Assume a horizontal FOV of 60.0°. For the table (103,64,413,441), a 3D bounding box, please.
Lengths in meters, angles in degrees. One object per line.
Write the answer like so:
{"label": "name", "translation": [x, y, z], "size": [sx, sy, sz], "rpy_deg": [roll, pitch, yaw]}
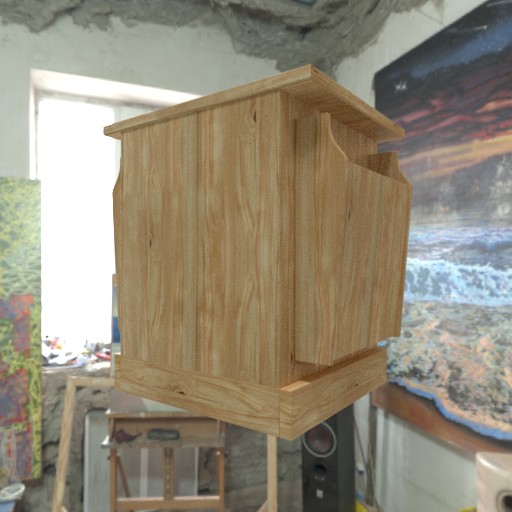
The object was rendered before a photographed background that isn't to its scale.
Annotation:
{"label": "table", "translation": [0.000, 0.000, 0.884], "size": [0.530, 0.515, 0.380], "rpy_deg": [0, 0, 37]}
